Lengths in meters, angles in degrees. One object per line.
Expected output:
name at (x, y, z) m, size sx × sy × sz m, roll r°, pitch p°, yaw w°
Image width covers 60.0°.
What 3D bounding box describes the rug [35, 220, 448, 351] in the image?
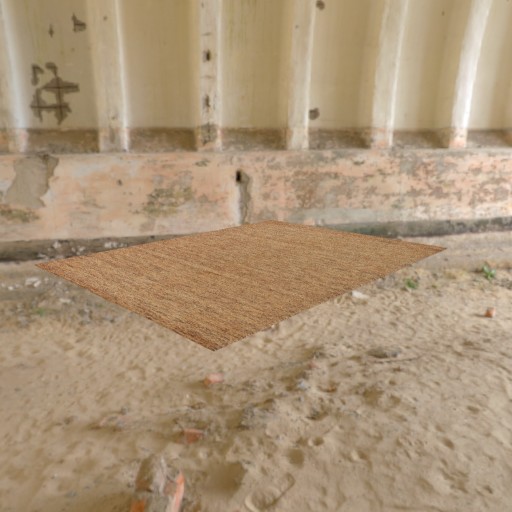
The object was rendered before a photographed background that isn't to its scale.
rug at (0.000, 0.000, 4.283) m, size 2.438 × 0.012 × 3.200 m, roll 14°, pitch 20°, yaw 42°
